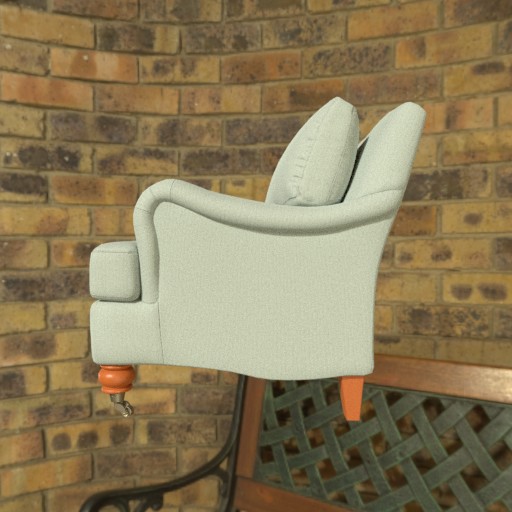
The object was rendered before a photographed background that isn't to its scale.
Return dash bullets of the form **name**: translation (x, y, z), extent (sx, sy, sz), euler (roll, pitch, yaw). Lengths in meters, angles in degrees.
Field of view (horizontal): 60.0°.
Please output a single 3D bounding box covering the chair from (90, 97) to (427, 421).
- **chair**: translation (0.000, 0.000, 1.802), extent (1.070, 1.038, 0.955), euler (0, 1, 1)
